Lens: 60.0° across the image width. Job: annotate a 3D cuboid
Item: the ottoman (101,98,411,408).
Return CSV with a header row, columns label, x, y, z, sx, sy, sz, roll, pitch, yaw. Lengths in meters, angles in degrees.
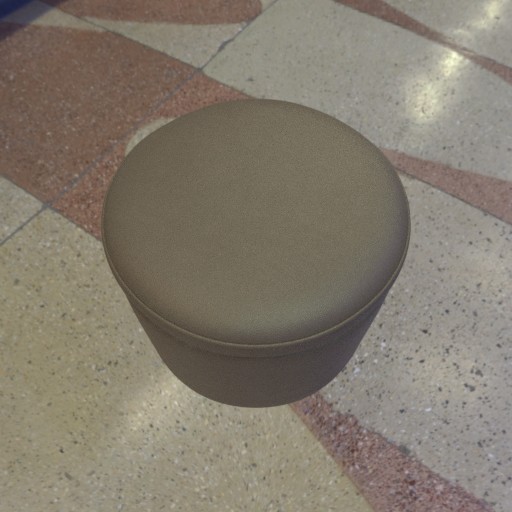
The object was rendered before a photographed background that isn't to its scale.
label,x,y,z,sx,sy,sz,roll,pitch,yaw
ottoman,0.000,0.000,0.863,0.500,0.409,0.500,0,59,0
